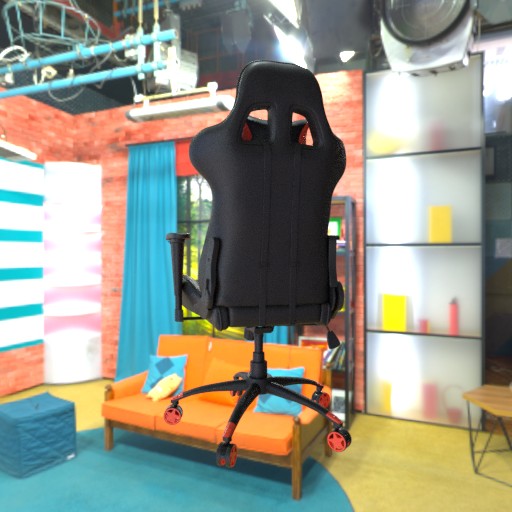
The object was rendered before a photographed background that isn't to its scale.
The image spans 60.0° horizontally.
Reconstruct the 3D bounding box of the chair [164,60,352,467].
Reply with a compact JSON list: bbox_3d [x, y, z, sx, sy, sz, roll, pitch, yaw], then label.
[{"bbox_3d":[0.000,0.000,1.721,0.695,1.282,0.730,0,0,-17],"label":"chair"}]
